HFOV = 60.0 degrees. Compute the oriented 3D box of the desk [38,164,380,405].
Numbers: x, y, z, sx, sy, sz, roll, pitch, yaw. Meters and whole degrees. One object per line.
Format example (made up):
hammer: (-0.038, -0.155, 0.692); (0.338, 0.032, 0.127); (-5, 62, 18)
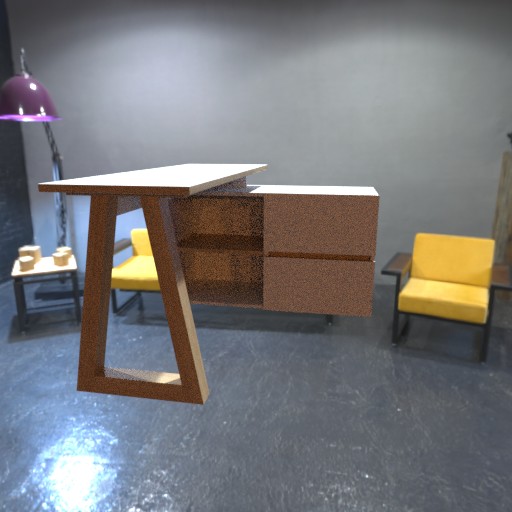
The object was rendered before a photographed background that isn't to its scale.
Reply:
desk: (0.000, 0.000, 2.022); (1.098, 0.755, 1.404); (3, 14, 10)
